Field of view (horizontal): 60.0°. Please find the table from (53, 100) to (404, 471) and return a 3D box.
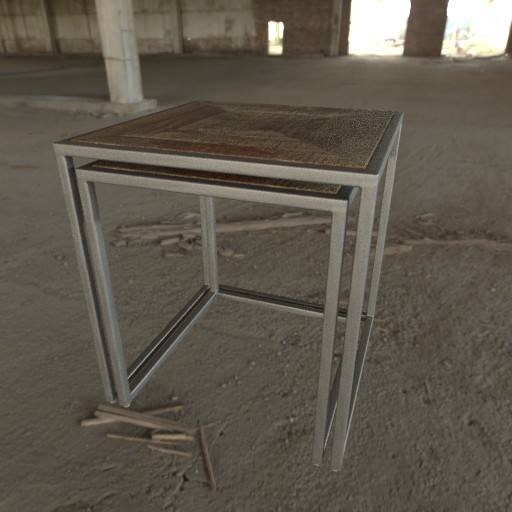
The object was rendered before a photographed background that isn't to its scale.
[{"bbox_3d":[0.000,0.000,0.857,0.450,0.500,0.449,9,29,18],"label":"table"}]
